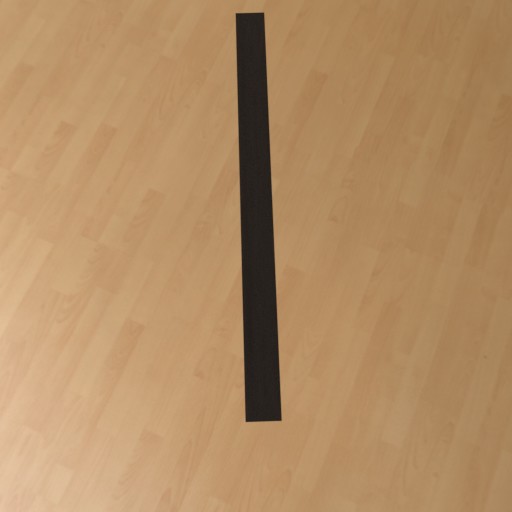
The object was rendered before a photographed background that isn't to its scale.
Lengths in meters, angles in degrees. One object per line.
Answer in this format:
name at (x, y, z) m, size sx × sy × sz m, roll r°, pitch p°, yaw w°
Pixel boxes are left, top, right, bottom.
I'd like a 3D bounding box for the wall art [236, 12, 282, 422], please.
wall art at (0.000, 0.000, 0.737) m, size 0.034 × 0.552 × 0.455 m, roll -2°, pitch 76°, yaw 0°
